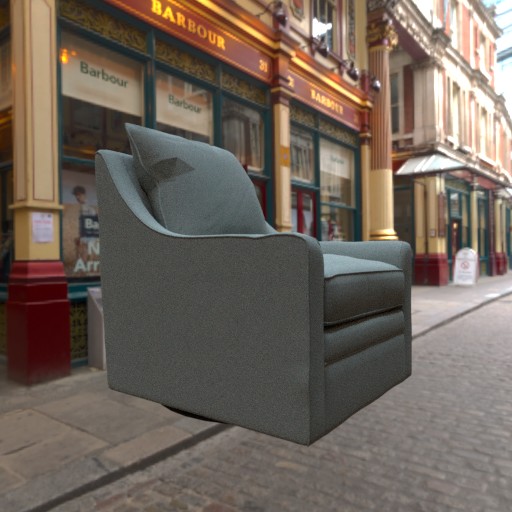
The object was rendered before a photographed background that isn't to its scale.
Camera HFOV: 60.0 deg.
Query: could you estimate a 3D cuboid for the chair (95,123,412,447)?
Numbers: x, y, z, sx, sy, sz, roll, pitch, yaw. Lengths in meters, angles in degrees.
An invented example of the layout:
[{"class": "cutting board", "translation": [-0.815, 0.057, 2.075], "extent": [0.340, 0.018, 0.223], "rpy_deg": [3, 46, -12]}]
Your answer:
[{"class": "chair", "translation": [0.000, 0.000, 1.561], "extent": [0.870, 0.926, 0.760], "rpy_deg": [0, 0, 36]}]
